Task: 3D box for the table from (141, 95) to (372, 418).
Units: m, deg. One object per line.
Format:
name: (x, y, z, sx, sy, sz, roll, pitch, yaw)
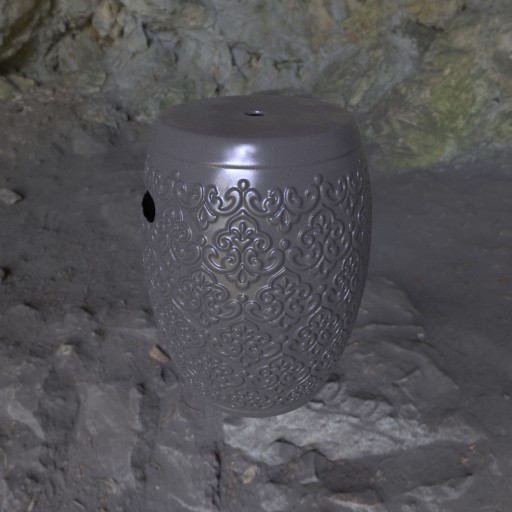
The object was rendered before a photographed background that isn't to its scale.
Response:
table: (0.000, 0.000, 0.626, 0.309, 0.397, 0.309, 0, 30, 0)
